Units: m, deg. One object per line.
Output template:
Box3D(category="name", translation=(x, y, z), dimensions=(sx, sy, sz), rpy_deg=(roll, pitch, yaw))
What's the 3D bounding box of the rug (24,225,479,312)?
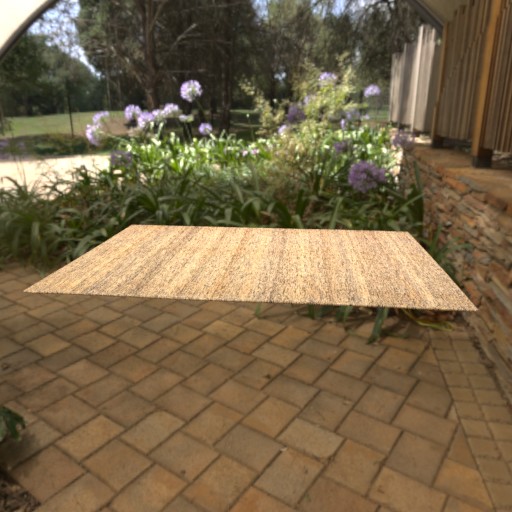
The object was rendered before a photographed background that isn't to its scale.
Box3D(category="rug", translation=(0.000, 0.000, 2.364), dimensions=(1.846, 0.014, 1.243), rpy_deg=(2, 17, 6))
